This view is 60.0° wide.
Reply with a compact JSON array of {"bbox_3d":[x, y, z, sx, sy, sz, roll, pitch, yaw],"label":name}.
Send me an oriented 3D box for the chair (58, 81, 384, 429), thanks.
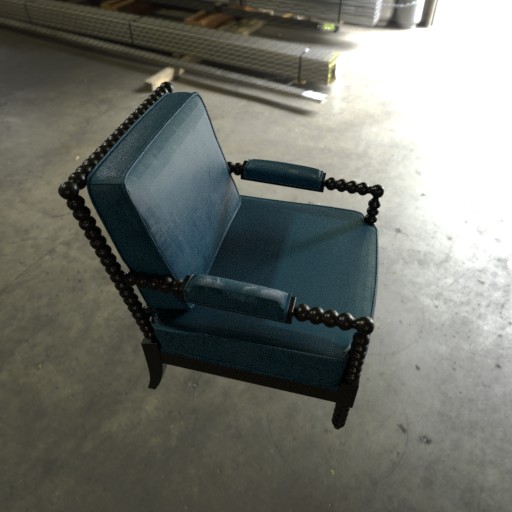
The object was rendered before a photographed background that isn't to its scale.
[{"bbox_3d":[0.000,0.000,1.457,0.805,0.857,0.688,10,45,10],"label":"chair"}]
